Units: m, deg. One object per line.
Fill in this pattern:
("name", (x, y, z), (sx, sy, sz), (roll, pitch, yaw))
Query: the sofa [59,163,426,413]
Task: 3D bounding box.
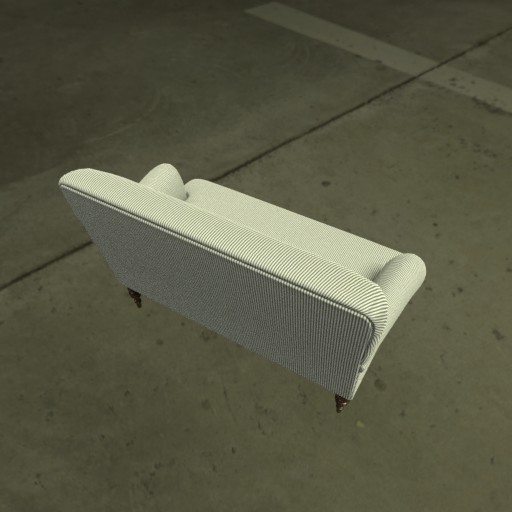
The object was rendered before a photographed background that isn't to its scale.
("sofa", (0.000, 0.000, 1.868), (1.297, 0.889, 0.779), (23, 51, 20))
